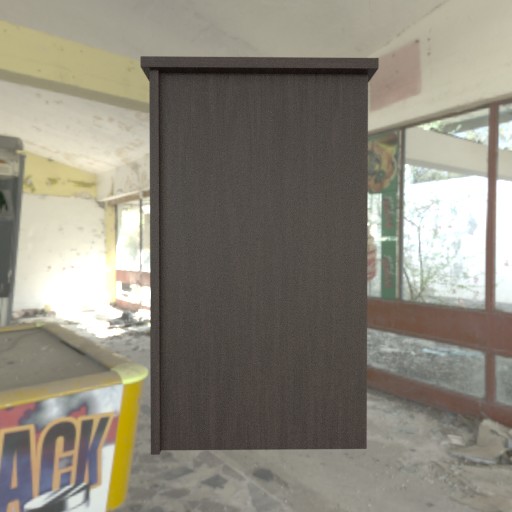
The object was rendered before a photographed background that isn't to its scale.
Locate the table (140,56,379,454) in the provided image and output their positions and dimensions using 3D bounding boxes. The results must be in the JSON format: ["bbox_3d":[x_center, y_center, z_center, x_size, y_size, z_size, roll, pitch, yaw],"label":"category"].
[{"bbox_3d":[0.000,0.000,0.943,0.381,0.635,0.480,0,1,-1],"label":"table"}]
